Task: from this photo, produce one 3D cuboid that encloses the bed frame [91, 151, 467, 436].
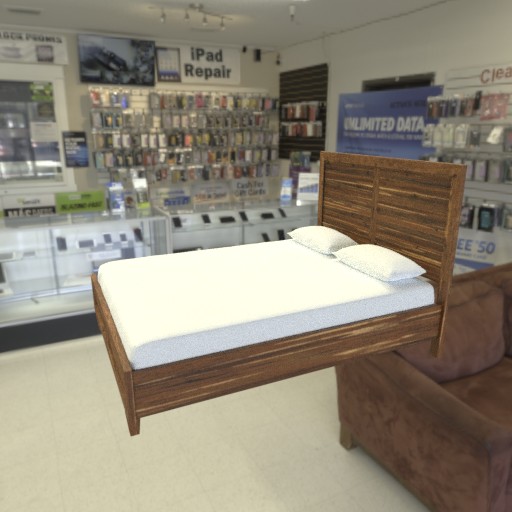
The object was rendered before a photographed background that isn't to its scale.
[{"bbox_3d":[0.000,0.000,3.383,2.276,1.417,1.696,-8,18,-24],"label":"bed frame"}]
